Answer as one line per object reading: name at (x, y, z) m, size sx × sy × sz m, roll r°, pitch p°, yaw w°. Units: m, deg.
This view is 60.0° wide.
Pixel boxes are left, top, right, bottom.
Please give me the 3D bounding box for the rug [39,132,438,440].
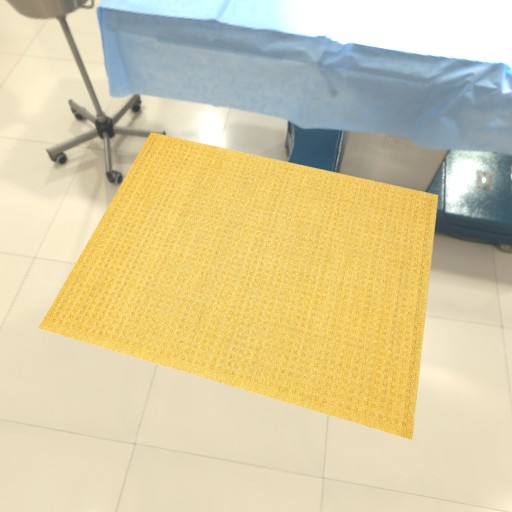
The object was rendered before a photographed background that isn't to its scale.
rug at (0.000, 0.000, 4.262) m, size 3.242 × 0.015 × 2.486 m, roll 14°, pitch 60°, yaw 8°
